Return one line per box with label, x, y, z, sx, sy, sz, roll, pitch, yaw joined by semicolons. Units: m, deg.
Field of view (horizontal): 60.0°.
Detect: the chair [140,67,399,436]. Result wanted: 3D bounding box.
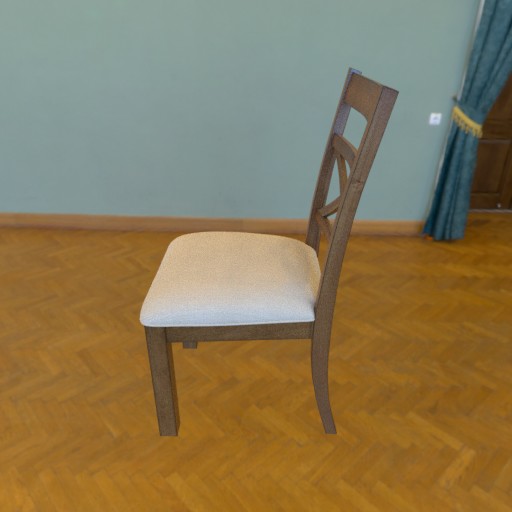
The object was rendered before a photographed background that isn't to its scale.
chair;0.000;0.000;1.247;0.581;0.949;0.461;1;28;1
